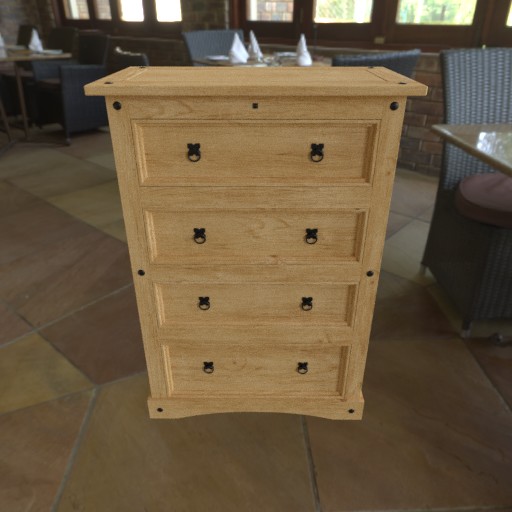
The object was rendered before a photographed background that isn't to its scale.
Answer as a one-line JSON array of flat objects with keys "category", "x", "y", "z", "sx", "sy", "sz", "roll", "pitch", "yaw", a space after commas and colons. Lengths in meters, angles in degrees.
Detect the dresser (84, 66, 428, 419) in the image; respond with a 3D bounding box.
[{"category": "dresser", "x": 0.000, "y": 0.000, "z": 1.698, "sx": 0.915, "sy": 1.300, "sz": 0.485, "roll": 0, "pitch": 29, "yaw": 0}]
